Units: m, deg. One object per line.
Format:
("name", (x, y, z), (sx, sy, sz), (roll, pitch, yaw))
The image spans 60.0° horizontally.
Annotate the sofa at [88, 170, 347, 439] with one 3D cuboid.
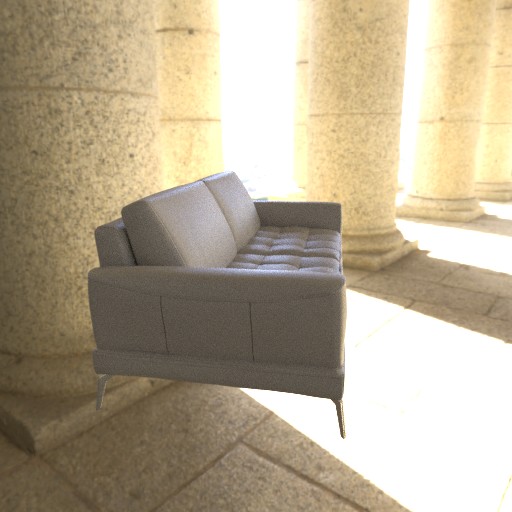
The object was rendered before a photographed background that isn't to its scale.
("sofa", (0.000, 0.000, 2.768), (1.121, 0.930, 2.177), (3, 16, 10))
